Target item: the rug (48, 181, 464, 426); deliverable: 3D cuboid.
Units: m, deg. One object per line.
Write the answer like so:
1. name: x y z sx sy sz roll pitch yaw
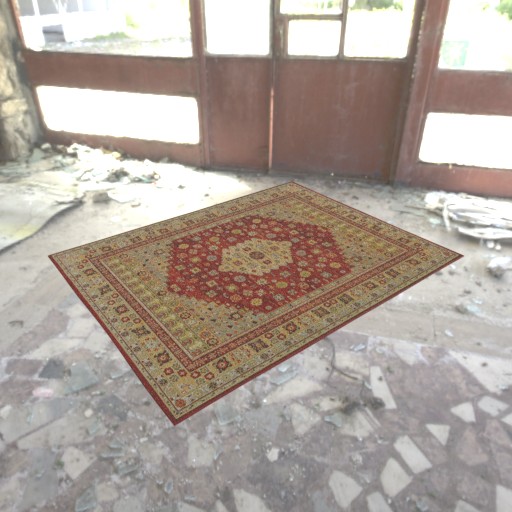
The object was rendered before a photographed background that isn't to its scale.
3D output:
1. rug: 0.000 0.000 4.119 3.053 0.013 2.387 -22 37 -32
